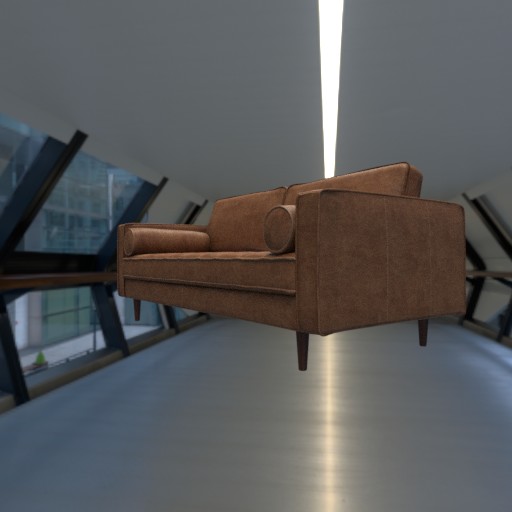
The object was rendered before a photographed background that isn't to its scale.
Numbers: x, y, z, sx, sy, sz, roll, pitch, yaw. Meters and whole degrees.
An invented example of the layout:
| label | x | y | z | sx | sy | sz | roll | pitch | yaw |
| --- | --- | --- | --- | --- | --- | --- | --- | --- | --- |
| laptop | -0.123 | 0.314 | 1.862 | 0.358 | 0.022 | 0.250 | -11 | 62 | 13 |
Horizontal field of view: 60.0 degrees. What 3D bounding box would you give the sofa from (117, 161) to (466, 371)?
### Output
| label | x | y | z | sx | sy | sz | roll | pitch | yaw |
| --- | --- | --- | --- | --- | --- | --- | --- | --- | --- |
| sofa | 0.000 | 0.000 | 2.433 | 0.924 | 0.825 | 1.920 | 0 | 0 | -36 |
